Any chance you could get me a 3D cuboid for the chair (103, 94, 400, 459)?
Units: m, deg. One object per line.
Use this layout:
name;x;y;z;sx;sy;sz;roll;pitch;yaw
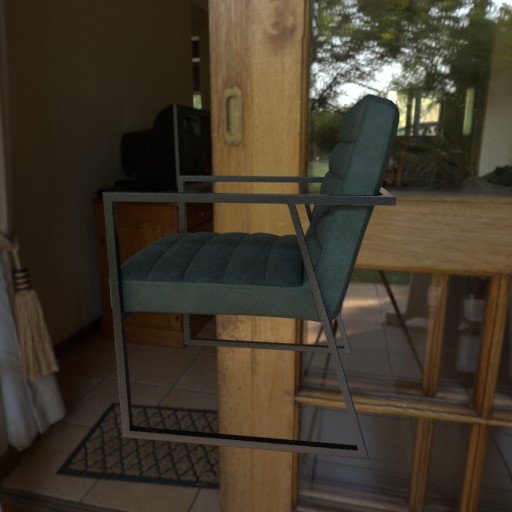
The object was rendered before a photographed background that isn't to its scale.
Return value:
chair;0.000;0.000;1.265;0.677;0.833;0.571;2;14;8
